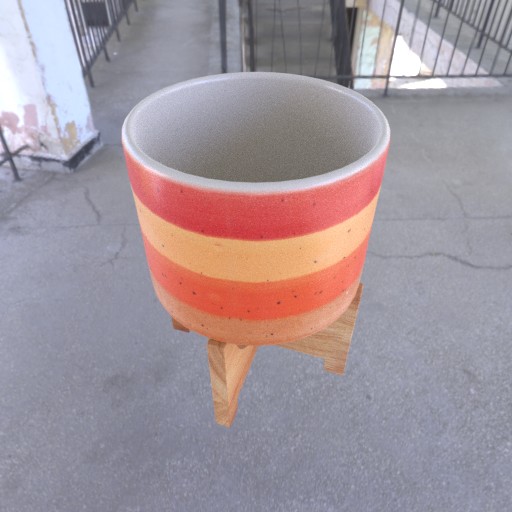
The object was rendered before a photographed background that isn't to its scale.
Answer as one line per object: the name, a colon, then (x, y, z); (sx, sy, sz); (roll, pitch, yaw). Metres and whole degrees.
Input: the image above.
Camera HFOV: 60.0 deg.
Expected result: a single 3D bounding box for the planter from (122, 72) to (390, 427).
planter: (0.000, 0.000, 0.407); (0.199, 0.268, 0.199); (0, 41, 0)
